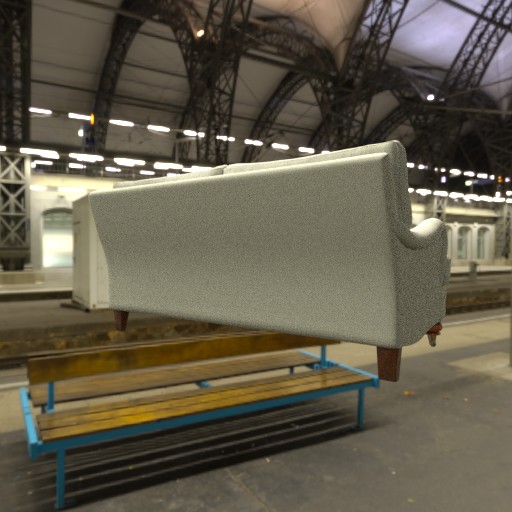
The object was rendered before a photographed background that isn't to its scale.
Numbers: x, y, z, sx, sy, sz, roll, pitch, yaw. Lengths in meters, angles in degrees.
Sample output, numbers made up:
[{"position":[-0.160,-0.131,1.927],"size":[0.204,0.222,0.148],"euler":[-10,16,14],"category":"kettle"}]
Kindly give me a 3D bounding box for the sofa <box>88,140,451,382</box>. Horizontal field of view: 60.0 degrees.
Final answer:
[{"position":[0.000,0.000,2.859],"size":[2.193,1.096,1.069],"euler":[1,1,37],"category":"sofa"}]
